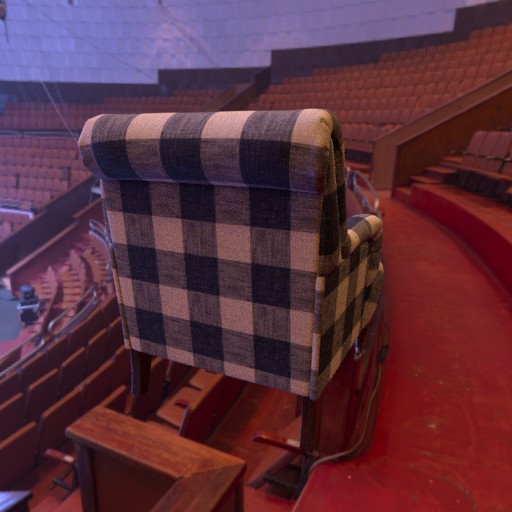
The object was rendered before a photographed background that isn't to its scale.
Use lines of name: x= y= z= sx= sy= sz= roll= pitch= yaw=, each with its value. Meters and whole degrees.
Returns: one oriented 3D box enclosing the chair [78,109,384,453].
chair: x=0.000 y=0.000 z=1.577 sx=0.781 sy=0.953 sz=0.848 roll=8 pitch=17 yaw=26
